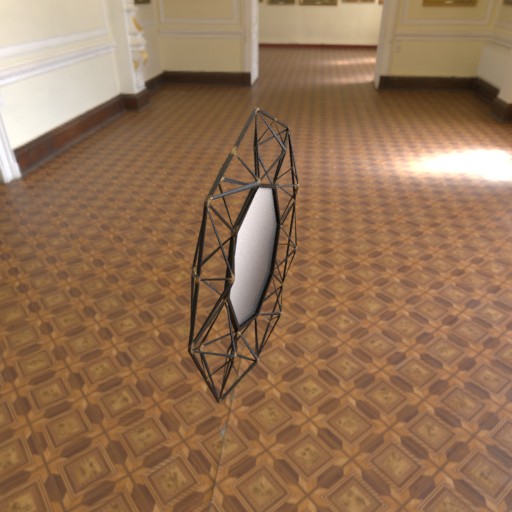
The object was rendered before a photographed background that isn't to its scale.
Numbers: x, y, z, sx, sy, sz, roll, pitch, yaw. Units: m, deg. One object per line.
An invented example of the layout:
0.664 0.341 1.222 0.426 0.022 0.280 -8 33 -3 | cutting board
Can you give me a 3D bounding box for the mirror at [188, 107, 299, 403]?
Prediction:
0.000 0.000 1.088 0.094 0.710 0.710 11 33 17 | mirror
